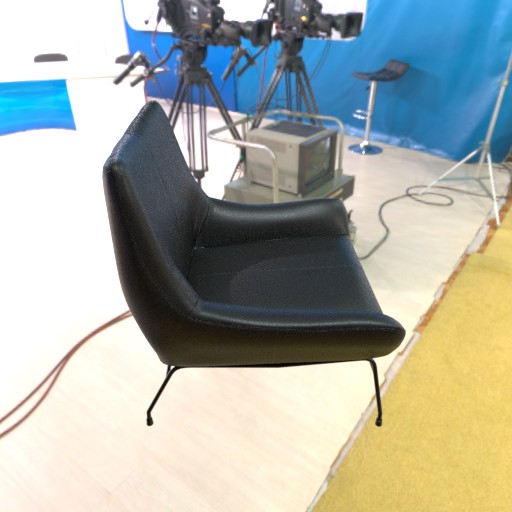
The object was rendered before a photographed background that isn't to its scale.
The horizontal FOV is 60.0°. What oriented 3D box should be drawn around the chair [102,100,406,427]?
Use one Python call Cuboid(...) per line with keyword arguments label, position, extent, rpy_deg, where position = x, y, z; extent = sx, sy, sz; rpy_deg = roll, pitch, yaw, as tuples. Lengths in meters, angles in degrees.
Cuboid(label="chair", position=(0.000, 0.000, 1.548), extent=(0.826, 0.922, 0.836), rpy_deg=(-1, 32, -2))
